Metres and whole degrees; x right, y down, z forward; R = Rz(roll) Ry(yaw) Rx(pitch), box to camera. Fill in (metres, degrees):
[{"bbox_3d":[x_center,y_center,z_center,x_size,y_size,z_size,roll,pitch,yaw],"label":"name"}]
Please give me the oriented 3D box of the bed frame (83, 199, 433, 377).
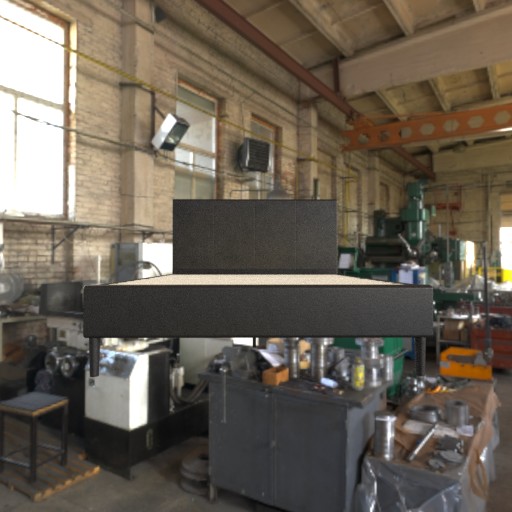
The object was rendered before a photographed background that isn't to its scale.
[{"bbox_3d":[0.000,0.000,2.930,1.469,1.046,2.152,0,-1,-1],"label":"bed frame"}]
